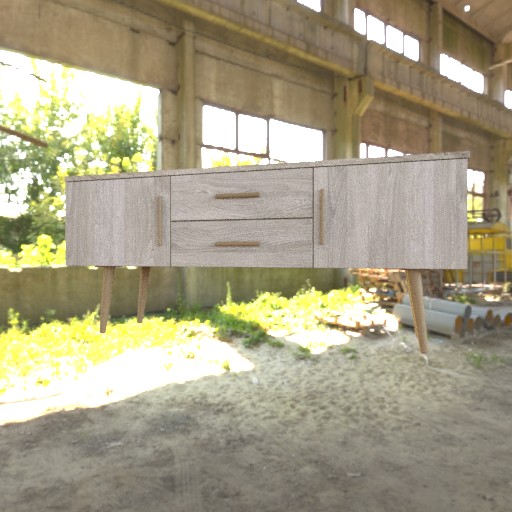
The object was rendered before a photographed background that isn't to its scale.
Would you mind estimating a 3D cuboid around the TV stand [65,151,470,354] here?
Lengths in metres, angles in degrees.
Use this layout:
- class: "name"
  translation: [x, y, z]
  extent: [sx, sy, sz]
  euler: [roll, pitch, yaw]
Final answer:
- class: "TV stand"
  translation: [0.000, 0.000, 1.557]
  extent: [1.313, 0.565, 0.401]
  euler: [0, 0, 17]
